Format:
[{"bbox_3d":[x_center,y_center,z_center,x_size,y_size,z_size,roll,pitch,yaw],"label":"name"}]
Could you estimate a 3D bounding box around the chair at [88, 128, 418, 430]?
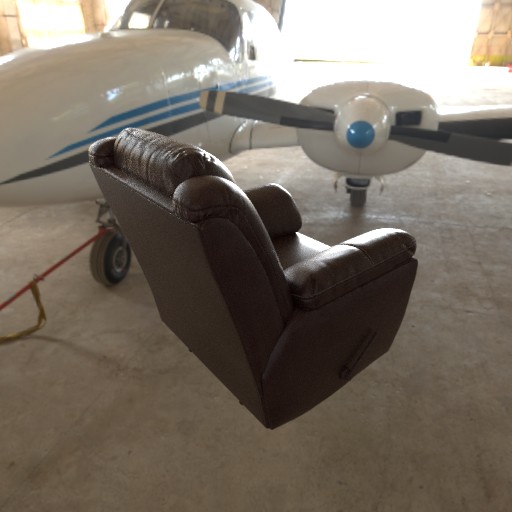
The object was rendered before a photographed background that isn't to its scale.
[{"bbox_3d":[0.000,0.000,1.911,1.041,1.093,0.990,-18,31,-32],"label":"chair"}]
